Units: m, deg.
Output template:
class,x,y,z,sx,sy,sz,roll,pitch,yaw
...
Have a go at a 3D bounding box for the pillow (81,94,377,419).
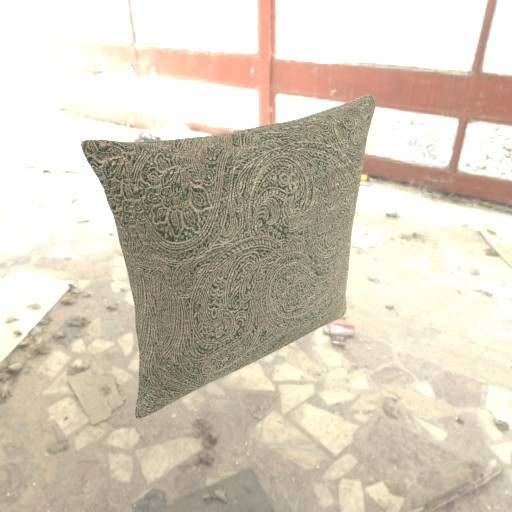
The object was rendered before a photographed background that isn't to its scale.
class,x,y,z,sx,sy,sz,roll,pitch,yaw
pillow,0.000,0.000,0.797,0.526,0.507,0.166,-20,36,-30
